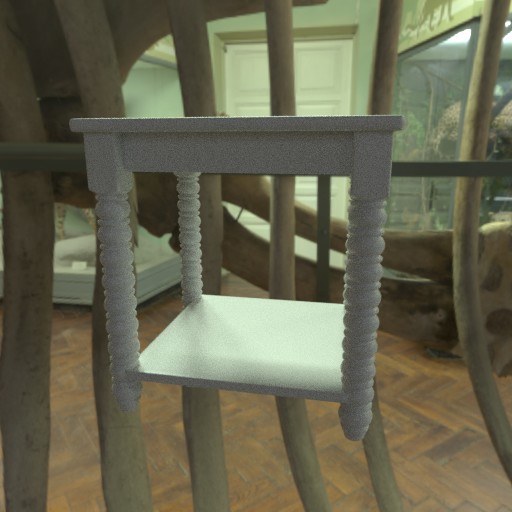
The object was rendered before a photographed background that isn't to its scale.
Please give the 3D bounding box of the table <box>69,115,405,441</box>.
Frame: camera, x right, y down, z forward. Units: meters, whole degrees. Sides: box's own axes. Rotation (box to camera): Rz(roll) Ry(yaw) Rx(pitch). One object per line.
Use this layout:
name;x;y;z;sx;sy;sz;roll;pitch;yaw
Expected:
table;0.000;0.000;0.981;0.533;0.563;0.500;3;15;11
